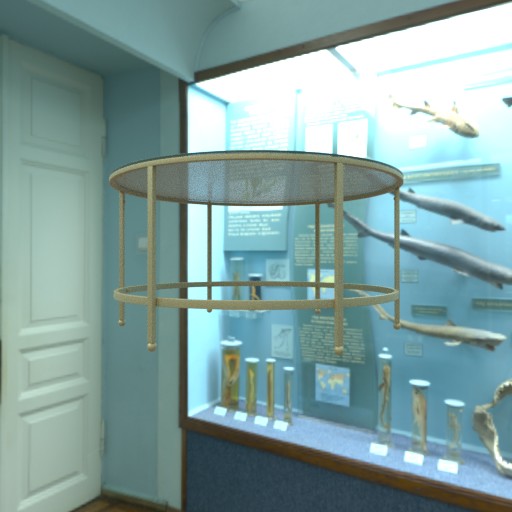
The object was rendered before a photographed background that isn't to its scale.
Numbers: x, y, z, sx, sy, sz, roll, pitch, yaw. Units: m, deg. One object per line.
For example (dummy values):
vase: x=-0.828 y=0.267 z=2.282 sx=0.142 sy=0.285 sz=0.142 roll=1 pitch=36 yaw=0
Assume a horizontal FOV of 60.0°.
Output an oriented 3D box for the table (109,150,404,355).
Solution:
table: x=0.000 y=0.000 z=1.446 sx=0.914 sy=0.470 sz=0.914 roll=0 pitch=0 yaw=0
